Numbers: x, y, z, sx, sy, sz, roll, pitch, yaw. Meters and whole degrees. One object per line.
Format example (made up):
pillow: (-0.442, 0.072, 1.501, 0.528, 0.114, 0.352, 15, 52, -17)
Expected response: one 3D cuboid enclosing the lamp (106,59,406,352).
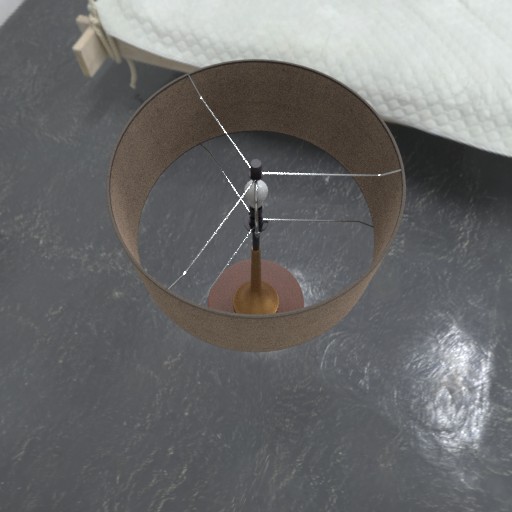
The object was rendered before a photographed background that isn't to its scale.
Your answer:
lamp: (0.000, 0.000, 0.829, 0.396, 0.551, 0.417, -1, 64, 0)
